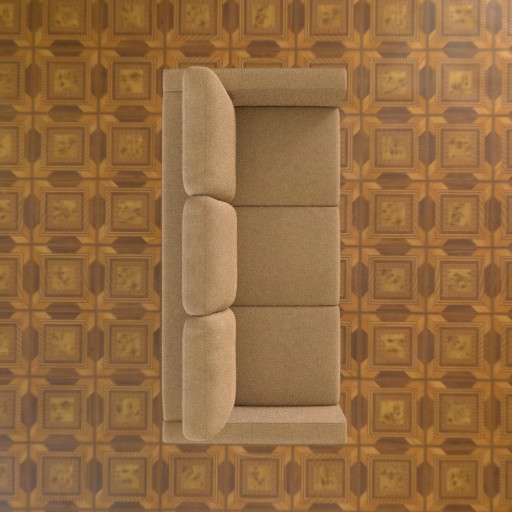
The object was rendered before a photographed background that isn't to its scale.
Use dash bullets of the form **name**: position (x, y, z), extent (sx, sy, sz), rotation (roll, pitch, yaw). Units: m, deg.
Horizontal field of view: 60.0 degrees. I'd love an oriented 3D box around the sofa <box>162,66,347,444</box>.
- **sofa**: position (0.000, 0.000, 2.367), extent (0.930, 0.800, 1.855), rotation (0, 90, 0)
